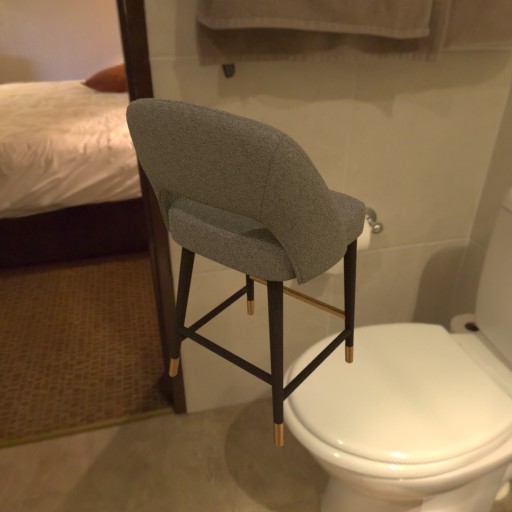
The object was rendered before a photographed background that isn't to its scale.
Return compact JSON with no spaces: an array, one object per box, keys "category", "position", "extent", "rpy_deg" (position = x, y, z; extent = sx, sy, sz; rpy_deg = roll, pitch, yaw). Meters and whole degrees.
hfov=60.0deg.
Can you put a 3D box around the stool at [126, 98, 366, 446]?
[{"category":"stool","position":[0.000,0.000,1.274],"extent":[0.536,0.925,0.524],"rpy_deg":[21,36,32]}]
